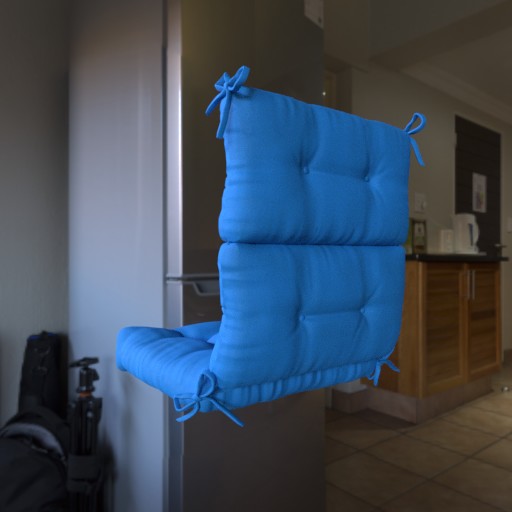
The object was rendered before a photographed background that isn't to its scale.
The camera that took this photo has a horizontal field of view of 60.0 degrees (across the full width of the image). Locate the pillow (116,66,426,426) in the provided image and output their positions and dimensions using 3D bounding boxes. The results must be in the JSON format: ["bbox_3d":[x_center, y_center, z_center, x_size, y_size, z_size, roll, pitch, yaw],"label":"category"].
[{"bbox_3d":[0.000,0.000,1.011,0.519,0.605,0.571,0,0,-36],"label":"pillow"}]
